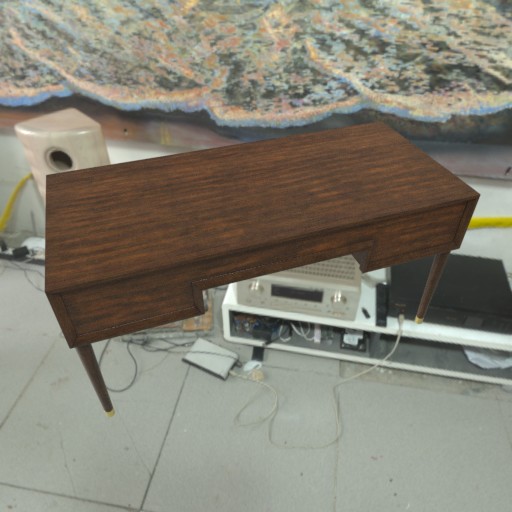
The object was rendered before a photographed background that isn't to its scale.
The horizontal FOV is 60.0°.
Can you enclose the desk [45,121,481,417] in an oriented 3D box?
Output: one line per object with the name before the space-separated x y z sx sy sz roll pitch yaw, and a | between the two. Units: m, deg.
desk | 0.000 0.000 2.010 1.575 0.762 0.724 -13 42 -15
